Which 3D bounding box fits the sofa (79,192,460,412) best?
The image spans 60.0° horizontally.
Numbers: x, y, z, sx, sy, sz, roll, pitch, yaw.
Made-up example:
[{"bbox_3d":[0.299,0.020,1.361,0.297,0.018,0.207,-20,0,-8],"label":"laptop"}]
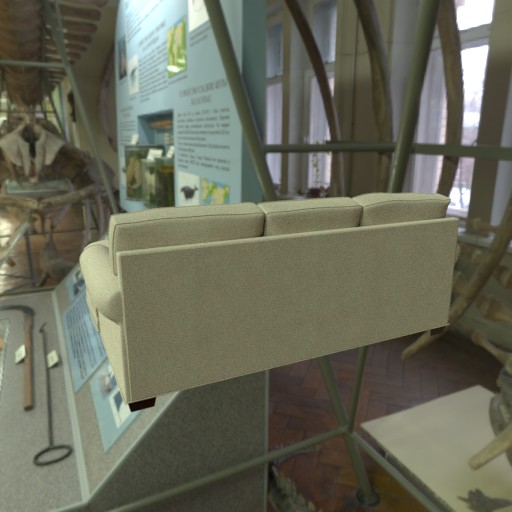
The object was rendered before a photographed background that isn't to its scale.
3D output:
[{"bbox_3d":[0.000,0.000,2.396,1.770,0.734,1.226,-7,16,-25],"label":"sofa"}]
